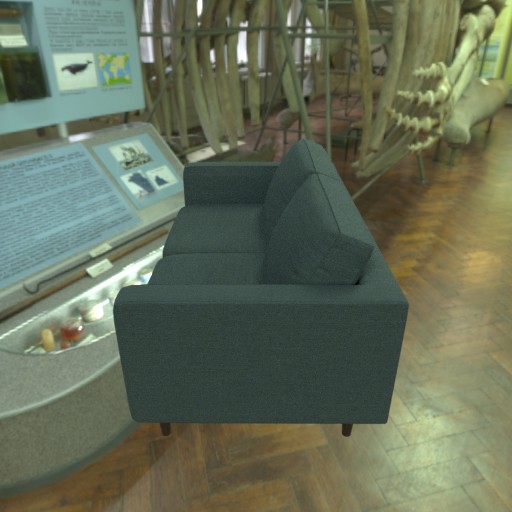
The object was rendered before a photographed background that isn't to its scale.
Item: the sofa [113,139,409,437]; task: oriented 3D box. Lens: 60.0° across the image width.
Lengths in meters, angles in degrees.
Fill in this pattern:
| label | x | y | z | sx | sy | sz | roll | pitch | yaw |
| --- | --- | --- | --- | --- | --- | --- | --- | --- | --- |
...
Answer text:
| label | x | y | z | sx | sy | sz | roll | pitch | yaw |
| --- | --- | --- | --- | --- | --- | --- | --- | --- | --- |
| sofa | 0.000 | 0.000 | 2.273 | 0.999 | 0.907 | 1.659 | 0 | 27 | 0 |
